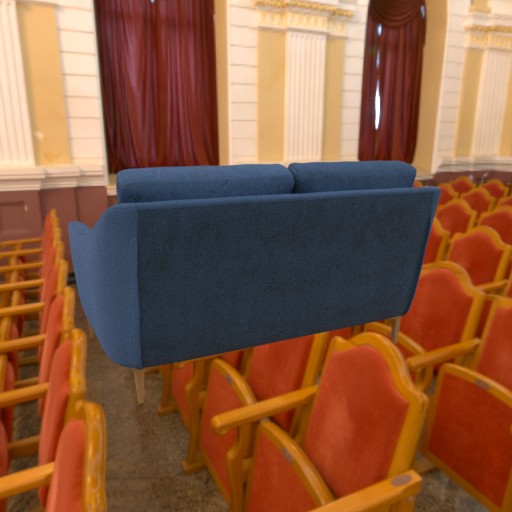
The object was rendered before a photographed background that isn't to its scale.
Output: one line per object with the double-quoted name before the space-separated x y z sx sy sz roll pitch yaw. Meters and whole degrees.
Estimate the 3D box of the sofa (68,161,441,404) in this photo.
"sofa" 0.000 0.000 2.139 1.619 0.902 0.960 -7 16 -24
